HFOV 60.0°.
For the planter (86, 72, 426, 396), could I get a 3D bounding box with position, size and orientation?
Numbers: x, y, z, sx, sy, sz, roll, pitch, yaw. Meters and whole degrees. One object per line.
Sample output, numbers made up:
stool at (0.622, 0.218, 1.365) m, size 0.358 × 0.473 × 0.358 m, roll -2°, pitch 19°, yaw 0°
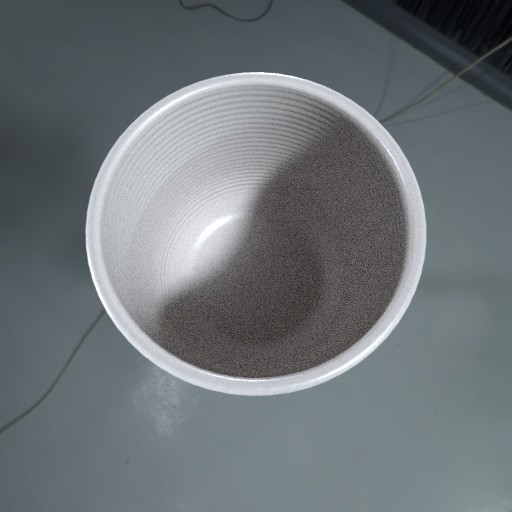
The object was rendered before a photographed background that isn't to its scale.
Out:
planter at (0.000, 0.000, 0.213) m, size 0.124 × 0.109 × 0.124 m, roll 0°, pitch 75°, yaw 0°
